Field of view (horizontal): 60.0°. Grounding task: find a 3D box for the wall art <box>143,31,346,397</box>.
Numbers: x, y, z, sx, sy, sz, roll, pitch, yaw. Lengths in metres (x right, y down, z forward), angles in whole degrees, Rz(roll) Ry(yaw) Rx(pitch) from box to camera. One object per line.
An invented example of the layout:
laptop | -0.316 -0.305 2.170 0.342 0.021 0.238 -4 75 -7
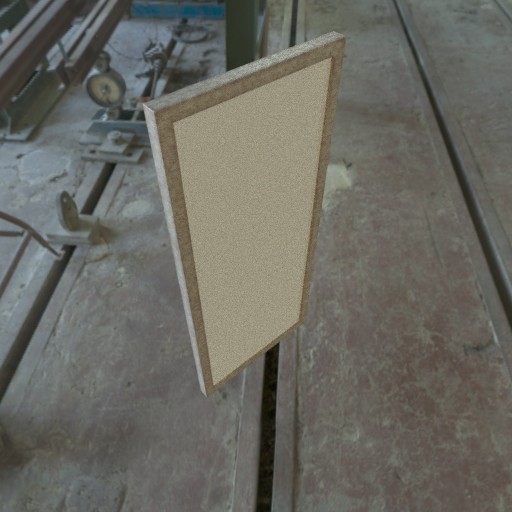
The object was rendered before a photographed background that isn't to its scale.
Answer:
wall art | 0.000 0.000 1.689 0.648 1.461 0.051 -32 55 -26
